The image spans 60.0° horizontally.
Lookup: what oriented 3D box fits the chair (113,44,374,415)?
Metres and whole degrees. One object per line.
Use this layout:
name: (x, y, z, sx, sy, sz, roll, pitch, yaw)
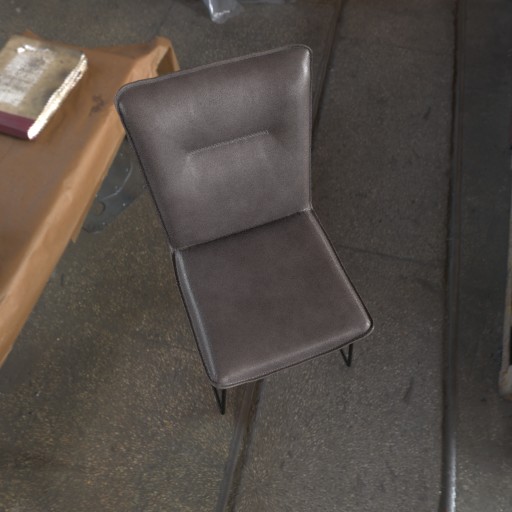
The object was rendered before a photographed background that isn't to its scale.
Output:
chair: (0.000, 0.000, 1.362, 0.515, 0.932, 0.688, -18, 64, -9)
